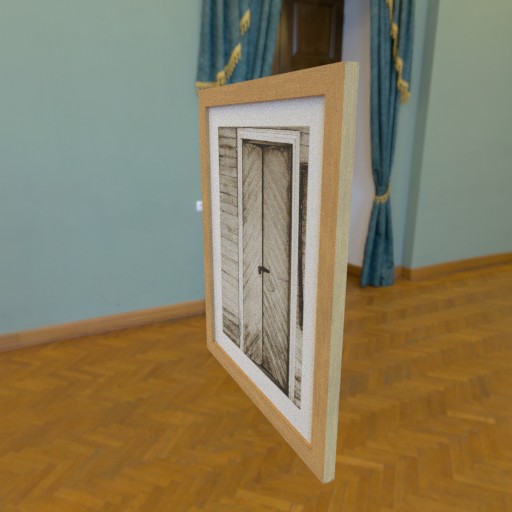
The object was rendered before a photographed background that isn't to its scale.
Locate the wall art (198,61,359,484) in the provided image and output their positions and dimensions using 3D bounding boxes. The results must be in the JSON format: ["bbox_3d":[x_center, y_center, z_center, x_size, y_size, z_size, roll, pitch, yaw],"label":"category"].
[{"bbox_3d":[0.000,0.000,0.758,0.020,0.561,0.460,-8,18,-26],"label":"wall art"}]
